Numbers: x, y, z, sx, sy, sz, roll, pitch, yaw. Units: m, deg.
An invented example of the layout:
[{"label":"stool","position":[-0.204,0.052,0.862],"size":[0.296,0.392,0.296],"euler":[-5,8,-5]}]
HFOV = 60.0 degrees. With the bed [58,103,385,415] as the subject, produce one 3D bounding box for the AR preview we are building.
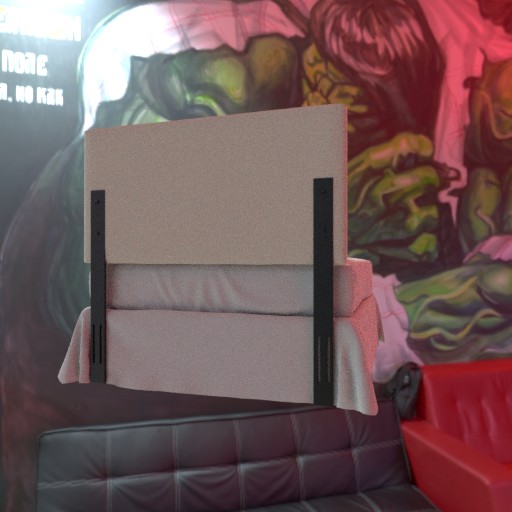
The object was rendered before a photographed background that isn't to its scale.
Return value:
[{"label":"bed","position":[0.000,0.000,3.493],"size":[1.936,1.577,2.222],"euler":[0,0,18]}]
